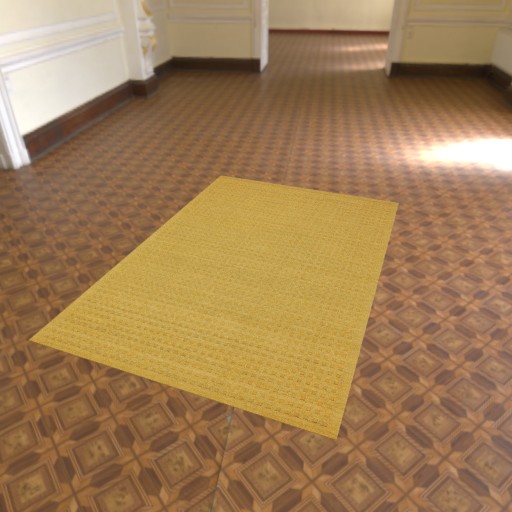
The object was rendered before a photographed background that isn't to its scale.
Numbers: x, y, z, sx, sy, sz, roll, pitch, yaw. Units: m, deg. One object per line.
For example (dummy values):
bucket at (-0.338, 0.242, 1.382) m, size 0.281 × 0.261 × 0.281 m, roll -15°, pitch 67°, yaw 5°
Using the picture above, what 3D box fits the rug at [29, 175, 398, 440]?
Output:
rug at (0.000, 0.000, 3.659) m, size 1.981 × 0.006 × 2.895 m, roll 12°, pitch 35°, yaw 18°
